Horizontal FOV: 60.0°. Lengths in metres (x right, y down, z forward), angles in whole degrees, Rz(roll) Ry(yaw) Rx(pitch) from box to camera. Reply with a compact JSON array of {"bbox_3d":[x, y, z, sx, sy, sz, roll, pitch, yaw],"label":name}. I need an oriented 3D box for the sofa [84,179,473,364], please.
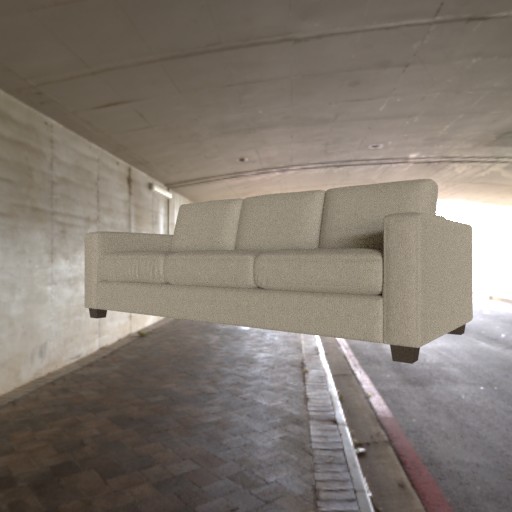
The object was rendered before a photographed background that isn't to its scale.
[{"bbox_3d":[0.000,0.000,2.590,2.160,0.800,0.900,0,0,37],"label":"sofa"}]
